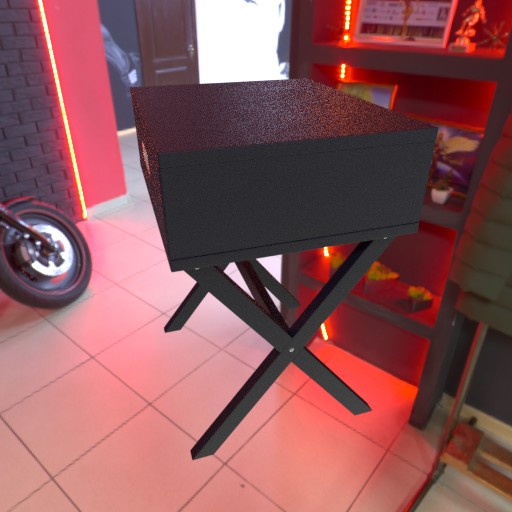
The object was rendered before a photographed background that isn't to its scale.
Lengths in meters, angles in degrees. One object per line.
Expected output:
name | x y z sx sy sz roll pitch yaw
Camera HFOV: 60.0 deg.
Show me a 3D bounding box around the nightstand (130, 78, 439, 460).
nightstand | 0.000 0.000 0.940 0.402 0.623 0.479 -9 31 -15
